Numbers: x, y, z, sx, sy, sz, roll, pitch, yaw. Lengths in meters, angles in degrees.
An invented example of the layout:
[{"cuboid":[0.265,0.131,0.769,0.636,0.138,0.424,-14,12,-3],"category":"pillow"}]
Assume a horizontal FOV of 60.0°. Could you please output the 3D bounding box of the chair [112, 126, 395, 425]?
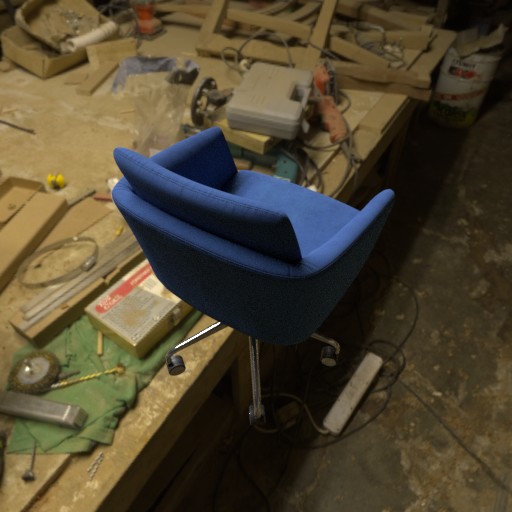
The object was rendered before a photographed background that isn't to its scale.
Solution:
[{"cuboid":[0.000,0.000,1.370,0.641,0.908,0.635,24,51,22],"category":"chair"}]
